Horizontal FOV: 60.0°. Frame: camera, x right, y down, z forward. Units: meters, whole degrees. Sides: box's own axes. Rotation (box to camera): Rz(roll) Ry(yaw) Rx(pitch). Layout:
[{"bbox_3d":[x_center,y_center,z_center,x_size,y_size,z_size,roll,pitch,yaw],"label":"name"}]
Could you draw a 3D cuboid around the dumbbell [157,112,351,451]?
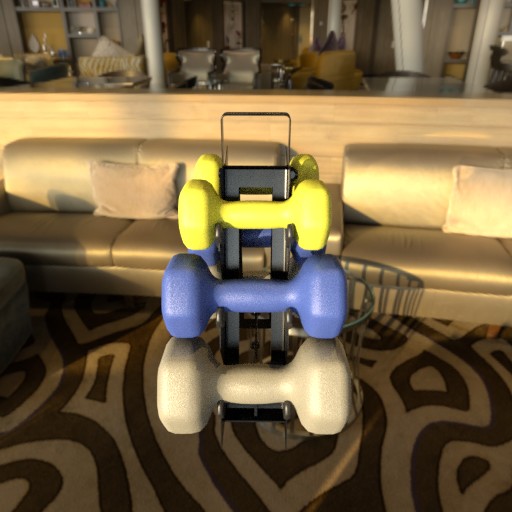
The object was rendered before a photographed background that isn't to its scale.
[{"bbox_3d":[0.000,0.000,0.689,0.261,0.426,0.416,0,26,1],"label":"dumbbell"}]
